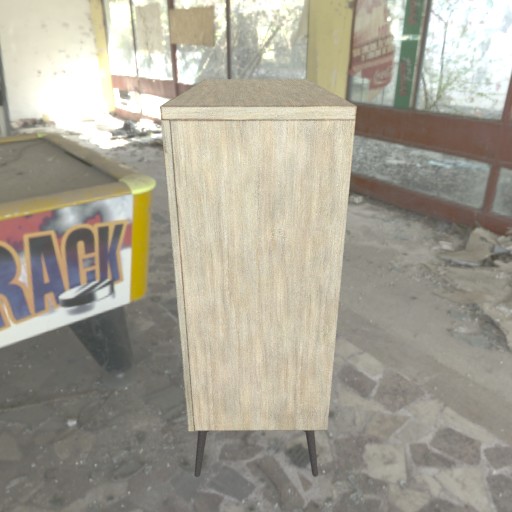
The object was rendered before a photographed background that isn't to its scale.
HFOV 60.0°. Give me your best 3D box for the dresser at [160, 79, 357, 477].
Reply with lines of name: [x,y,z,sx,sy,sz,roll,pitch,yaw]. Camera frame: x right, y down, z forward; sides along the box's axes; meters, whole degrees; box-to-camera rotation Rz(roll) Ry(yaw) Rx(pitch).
dresser: [0.000,0.000,1.719,0.457,1.219,1.016,0,25,0]
